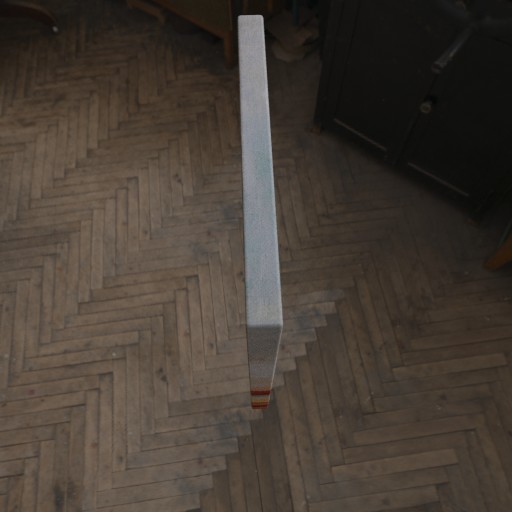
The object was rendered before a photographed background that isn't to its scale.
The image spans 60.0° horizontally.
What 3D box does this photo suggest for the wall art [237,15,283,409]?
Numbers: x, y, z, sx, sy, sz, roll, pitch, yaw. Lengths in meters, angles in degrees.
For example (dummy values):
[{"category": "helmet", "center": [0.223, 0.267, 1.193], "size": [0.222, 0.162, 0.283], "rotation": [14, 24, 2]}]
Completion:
[{"category": "wall art", "center": [0.000, 0.000, 0.783], "size": [0.035, 0.605, 0.443], "rotation": [-2, 64, -1]}]
